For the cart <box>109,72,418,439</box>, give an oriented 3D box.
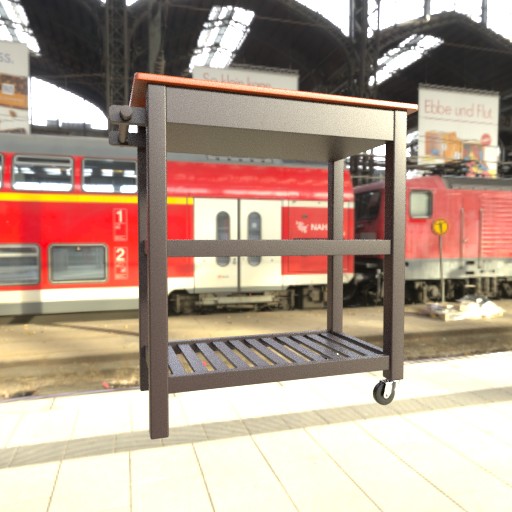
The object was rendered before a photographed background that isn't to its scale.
[{"bbox_3d":[0.000,0.000,1.440,0.899,0.927,0.457,-1,2,-18],"label":"cart"}]
